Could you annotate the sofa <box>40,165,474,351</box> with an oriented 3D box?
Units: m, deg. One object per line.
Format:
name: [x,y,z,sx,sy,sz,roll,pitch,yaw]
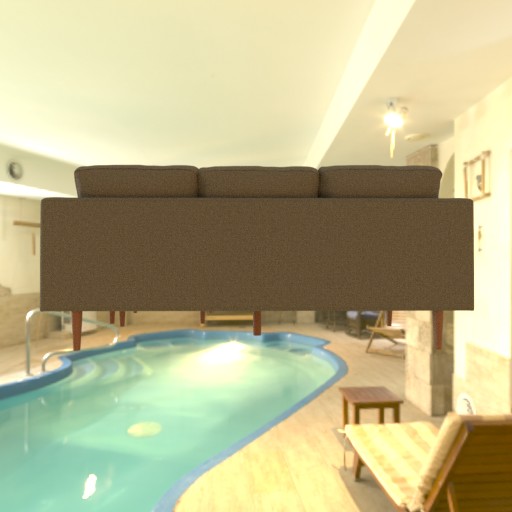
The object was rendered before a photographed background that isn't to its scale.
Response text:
sofa: [0.000,0.000,2.838,2.031,0.897,1.591,0,0,-1]
